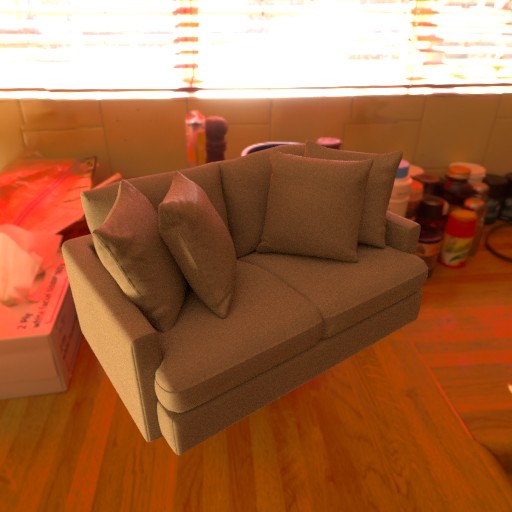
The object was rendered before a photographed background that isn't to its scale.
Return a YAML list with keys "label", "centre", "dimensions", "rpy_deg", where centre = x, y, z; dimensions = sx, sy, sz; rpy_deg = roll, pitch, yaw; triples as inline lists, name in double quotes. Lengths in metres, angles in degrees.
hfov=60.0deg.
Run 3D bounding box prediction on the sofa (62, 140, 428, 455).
- label: "sofa"
  centre: [0.000, 0.000, 2.594]
  dimensions: [1.869, 1.080, 1.228]
  rpy_deg: [-19, 35, -31]
